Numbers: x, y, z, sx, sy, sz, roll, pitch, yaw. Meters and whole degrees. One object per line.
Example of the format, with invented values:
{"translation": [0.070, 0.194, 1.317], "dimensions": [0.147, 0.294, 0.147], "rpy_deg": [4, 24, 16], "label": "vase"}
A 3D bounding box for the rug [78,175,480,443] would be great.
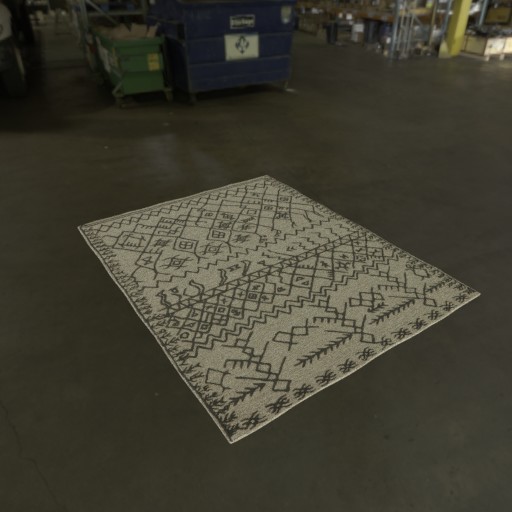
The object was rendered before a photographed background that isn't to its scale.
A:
{"translation": [0.000, 0.000, 3.313], "dimensions": [1.964, 0.025, 2.455], "rpy_deg": [-20, 38, -28], "label": "rug"}
